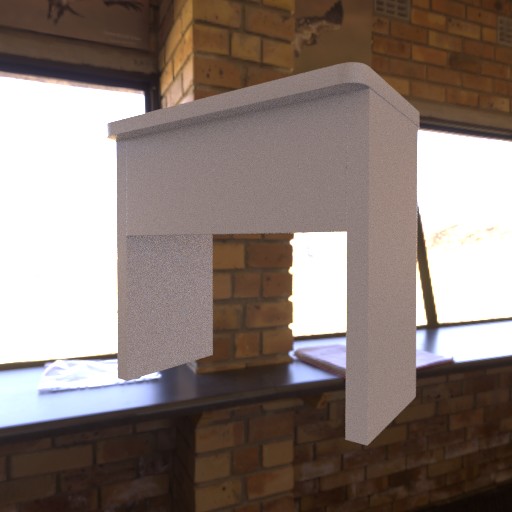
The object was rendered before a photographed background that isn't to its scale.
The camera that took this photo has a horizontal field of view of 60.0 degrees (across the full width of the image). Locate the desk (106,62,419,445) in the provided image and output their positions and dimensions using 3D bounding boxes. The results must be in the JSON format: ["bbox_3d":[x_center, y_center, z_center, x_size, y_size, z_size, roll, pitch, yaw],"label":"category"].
[{"bbox_3d":[0.000,0.000,1.248,0.790,0.760,0.446,1,2,35],"label":"desk"}]
